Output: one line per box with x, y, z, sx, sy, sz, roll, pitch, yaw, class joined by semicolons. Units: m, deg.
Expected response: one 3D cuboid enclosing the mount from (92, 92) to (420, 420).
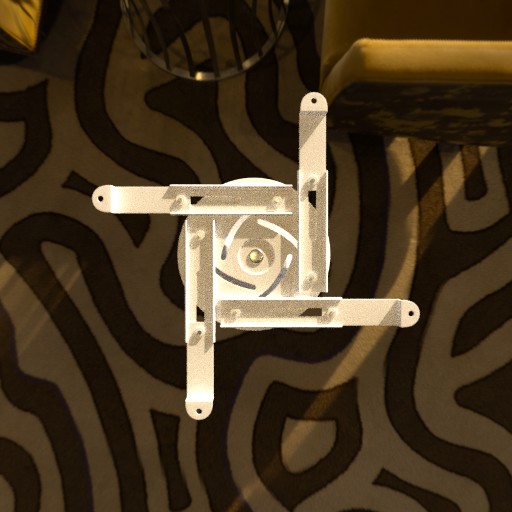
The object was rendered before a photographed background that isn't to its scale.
0.000;0.000;0.603;0.394;0.141;0.394;0;90;0;mount
